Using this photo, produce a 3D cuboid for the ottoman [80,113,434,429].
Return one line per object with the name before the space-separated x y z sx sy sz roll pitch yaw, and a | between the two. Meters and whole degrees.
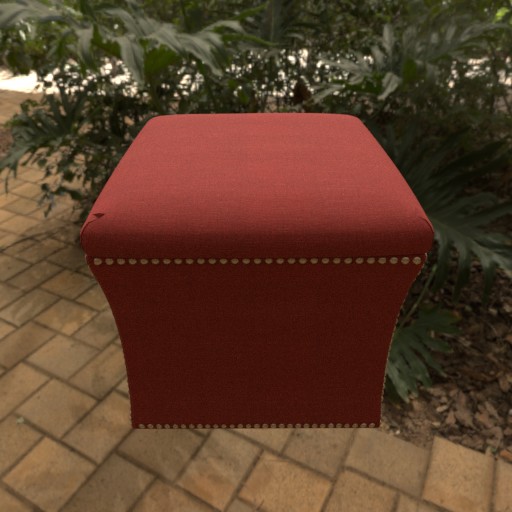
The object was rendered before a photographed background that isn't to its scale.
ottoman | 0.000 0.000 0.896 0.497 0.475 0.507 0 34 0
